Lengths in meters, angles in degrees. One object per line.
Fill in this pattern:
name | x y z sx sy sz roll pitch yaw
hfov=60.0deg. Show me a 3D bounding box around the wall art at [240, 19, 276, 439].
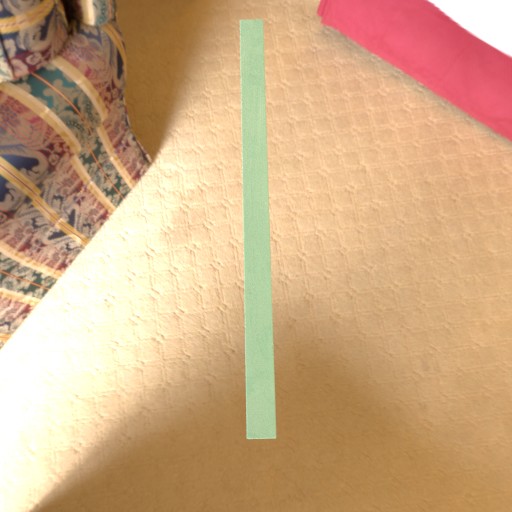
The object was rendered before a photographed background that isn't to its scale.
wall art | 0.000 0.000 0.902 0.036 0.603 0.603 -1 76 0
